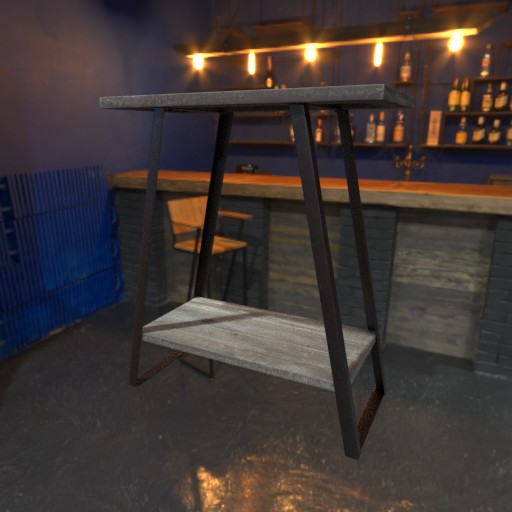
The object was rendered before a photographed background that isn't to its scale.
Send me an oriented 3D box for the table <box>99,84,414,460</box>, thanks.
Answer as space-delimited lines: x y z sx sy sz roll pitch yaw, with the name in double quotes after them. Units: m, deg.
0.000 0.000 1.036 0.599 0.701 0.300 8 17 26 "table"
